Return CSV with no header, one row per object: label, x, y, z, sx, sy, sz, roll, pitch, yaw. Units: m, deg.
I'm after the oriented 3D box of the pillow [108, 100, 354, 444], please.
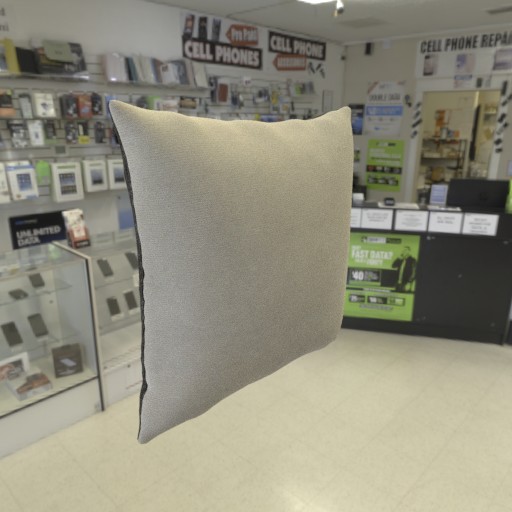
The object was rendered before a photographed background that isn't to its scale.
pillow,0.000,0.000,0.666,0.433,0.434,0.196,-16,23,-41
